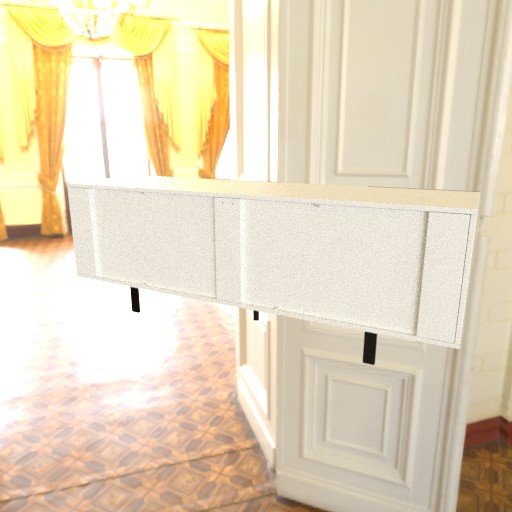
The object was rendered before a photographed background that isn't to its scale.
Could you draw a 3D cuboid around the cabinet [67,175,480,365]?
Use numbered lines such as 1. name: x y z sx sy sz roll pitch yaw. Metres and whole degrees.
1. cabinet: 0.000 0.000 1.724 1.499 0.533 0.431 7 17 26
